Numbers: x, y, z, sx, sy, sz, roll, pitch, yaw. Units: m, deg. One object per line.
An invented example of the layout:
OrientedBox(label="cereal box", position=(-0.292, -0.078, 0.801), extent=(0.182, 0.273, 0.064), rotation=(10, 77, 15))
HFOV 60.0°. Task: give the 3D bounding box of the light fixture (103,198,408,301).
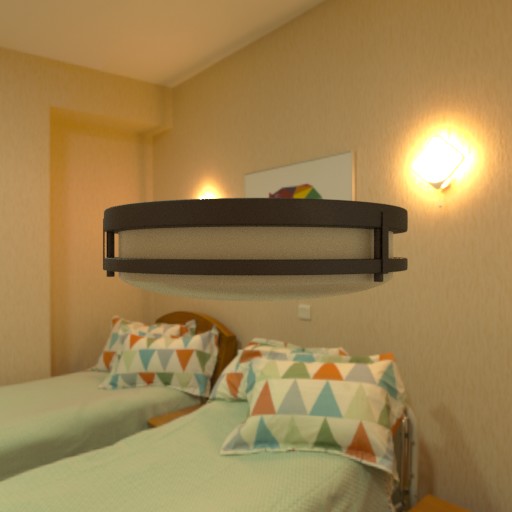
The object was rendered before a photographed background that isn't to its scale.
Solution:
OrientedBox(label="light fixture", position=(0.000, 0.000, 0.548), extent=(0.356, 0.102, 0.356), rotation=(0, 1, 0))
